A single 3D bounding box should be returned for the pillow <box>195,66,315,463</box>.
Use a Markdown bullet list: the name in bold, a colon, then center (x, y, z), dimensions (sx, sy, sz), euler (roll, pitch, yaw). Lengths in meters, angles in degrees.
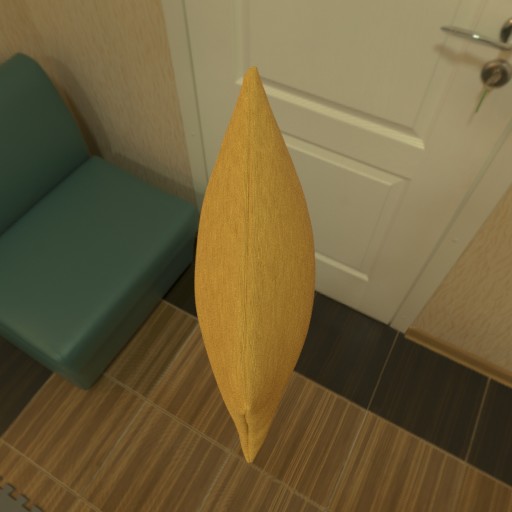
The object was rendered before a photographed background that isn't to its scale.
- **pillow**: center (0.000, 0.000, 0.798), dimensions (0.210, 0.354, 0.634), euler (0, 57, 0)
